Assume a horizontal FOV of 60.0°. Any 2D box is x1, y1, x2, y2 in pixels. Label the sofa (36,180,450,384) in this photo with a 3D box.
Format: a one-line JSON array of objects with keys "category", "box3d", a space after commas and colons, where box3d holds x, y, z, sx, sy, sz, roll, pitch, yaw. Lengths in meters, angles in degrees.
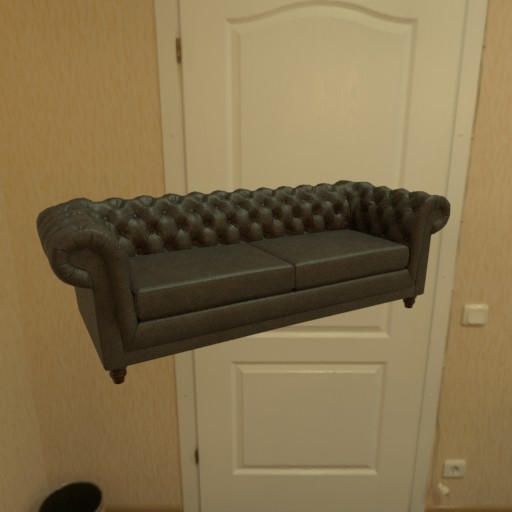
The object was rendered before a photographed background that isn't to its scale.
[{"category": "sofa", "box3d": [0.000, 0.000, 2.766, 2.385, 0.783, 0.944, -8, 18, -28]}]
